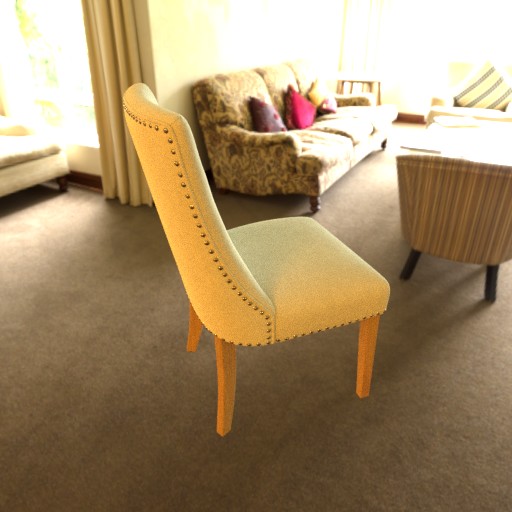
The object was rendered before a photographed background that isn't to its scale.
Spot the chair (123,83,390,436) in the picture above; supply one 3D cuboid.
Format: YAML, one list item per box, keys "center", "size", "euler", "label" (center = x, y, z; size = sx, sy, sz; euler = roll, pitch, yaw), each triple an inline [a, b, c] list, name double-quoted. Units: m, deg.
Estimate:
- center: [0.000, 0.000, 1.267]
  size: [0.610, 0.902, 0.495]
  euler: [-10, 31, -18]
  label: "chair"
